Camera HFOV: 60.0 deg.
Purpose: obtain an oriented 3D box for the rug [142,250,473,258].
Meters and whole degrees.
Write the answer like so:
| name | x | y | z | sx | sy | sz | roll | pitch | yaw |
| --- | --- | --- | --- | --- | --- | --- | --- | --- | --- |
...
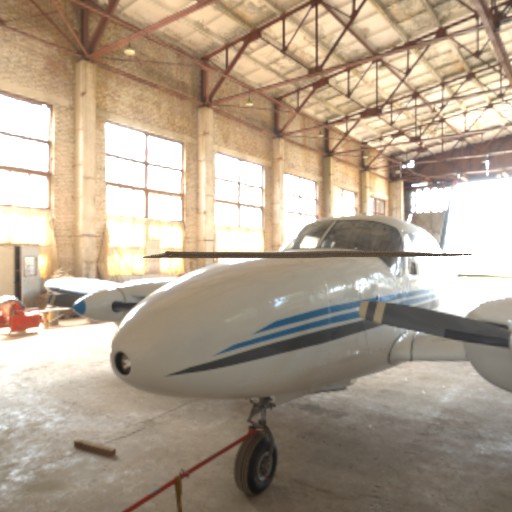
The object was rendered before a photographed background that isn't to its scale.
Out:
| name | x | y | z | sx | sy | sz | roll | pitch | yaw |
| --- | --- | --- | --- | --- | --- | --- | --- | --- | --- |
| rug | 0.000 | 0.000 | 1.086 | 0.511 | 0.008 | 0.869 | 0 | -1 | -16 |
